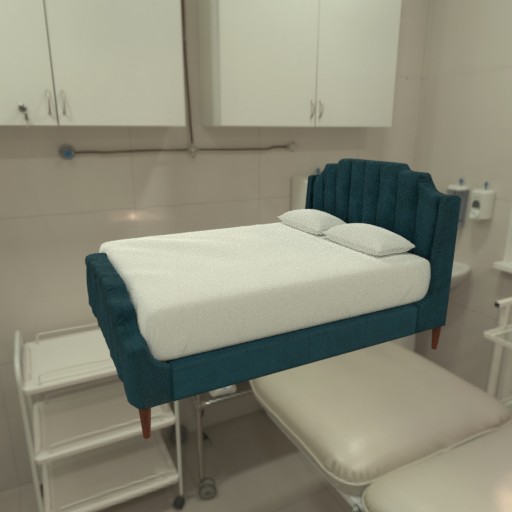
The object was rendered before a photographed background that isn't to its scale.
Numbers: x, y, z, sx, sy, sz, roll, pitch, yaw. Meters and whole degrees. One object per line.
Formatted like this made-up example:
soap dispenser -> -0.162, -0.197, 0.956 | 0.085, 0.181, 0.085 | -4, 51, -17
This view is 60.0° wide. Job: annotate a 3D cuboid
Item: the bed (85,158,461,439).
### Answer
bed -> 0.000, 0.000, 3.358 | 2.322, 1.351, 1.676 | -8, 18, -26
